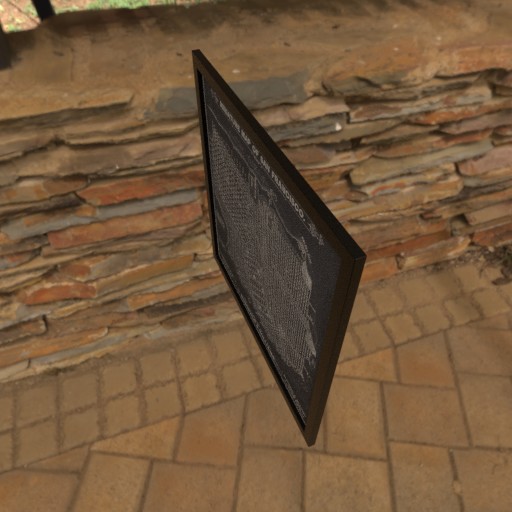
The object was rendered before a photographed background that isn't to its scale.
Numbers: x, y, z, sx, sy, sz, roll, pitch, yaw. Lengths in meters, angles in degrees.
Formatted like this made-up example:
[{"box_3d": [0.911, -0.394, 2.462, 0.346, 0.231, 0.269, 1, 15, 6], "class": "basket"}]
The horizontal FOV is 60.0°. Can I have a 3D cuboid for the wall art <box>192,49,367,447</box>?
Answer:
[{"box_3d": [0.000, 0.000, 0.693, 0.012, 0.458, 0.457, -18, 50, -15], "class": "wall art"}]
